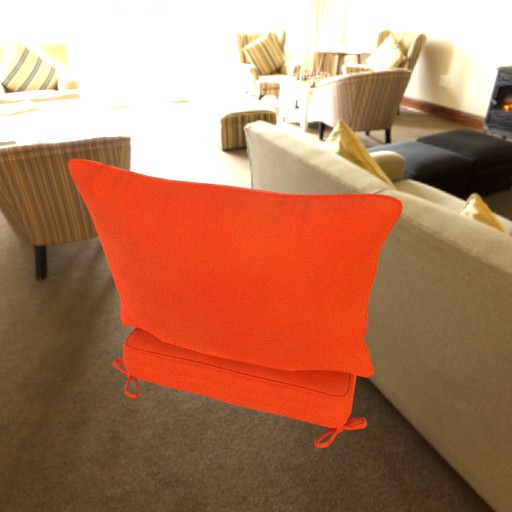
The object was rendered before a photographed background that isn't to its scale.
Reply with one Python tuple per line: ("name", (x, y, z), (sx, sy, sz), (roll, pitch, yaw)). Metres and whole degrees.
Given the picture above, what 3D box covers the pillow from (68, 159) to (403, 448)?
("pillow", (0.000, 0.000, 1.361), (0.798, 0.725, 0.733), (9, 32, 15))
